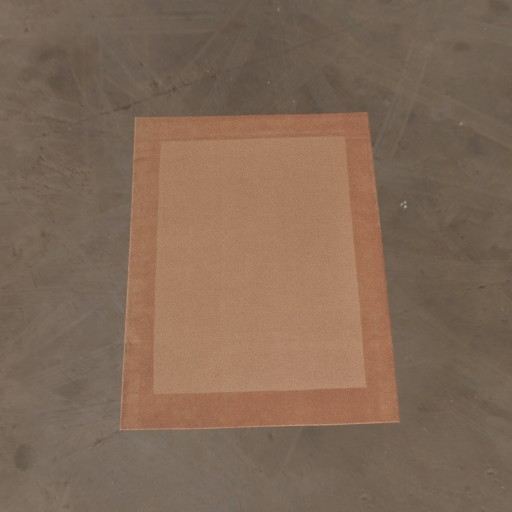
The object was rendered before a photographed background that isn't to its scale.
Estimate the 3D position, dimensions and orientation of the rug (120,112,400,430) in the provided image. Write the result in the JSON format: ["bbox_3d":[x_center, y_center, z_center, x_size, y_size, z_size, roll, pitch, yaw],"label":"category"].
[{"bbox_3d":[0.000,0.000,4.222,2.431,0.021,3.057,-1,75,0],"label":"rug"}]
